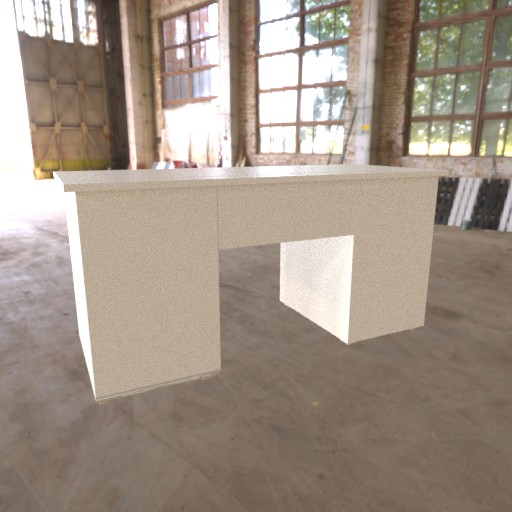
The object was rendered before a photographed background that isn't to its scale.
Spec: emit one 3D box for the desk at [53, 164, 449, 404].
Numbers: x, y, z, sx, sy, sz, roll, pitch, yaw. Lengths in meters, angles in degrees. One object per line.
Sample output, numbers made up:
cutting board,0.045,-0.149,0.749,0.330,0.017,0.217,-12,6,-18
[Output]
desk,0.000,0.000,2.013,1.580,0.760,0.670,-7,16,-25
